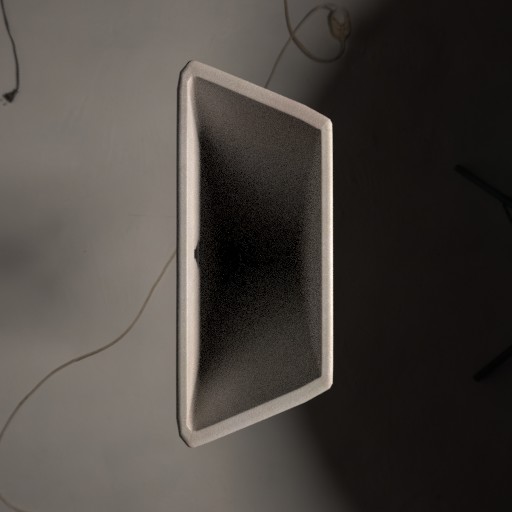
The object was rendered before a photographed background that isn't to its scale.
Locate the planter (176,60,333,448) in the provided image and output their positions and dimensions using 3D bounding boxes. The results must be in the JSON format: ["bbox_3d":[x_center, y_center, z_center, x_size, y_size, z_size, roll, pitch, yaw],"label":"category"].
[{"bbox_3d":[0.000,0.000,0.269,0.060,0.197,0.150,0,89,0],"label":"planter"}]
